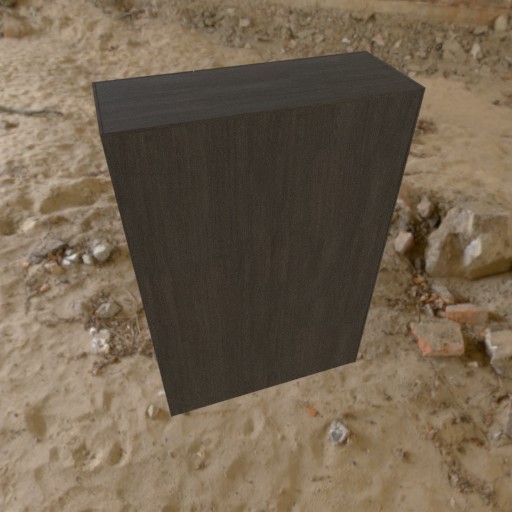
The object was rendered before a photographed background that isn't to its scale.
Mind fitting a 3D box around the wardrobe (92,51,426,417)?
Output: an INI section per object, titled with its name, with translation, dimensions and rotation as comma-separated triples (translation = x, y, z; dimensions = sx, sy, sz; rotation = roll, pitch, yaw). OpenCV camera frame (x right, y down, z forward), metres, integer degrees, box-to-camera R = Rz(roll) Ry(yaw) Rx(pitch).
[wardrobe]
translation = 0.000, 0.000, 2.473
dimensions = 1.290, 1.910, 0.510
rotation = -13, 43, -14
